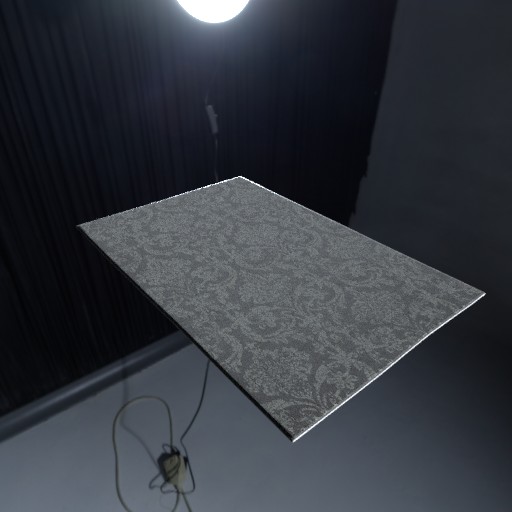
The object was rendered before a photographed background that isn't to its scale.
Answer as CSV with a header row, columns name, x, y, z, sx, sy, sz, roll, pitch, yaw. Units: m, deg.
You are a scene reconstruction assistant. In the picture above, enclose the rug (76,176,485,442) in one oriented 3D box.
name,x,y,z,sx,sy,sz,roll,pitch,yaw
rug,0.000,0.000,3.449,1.819,0.018,2.746,-23,39,-33
